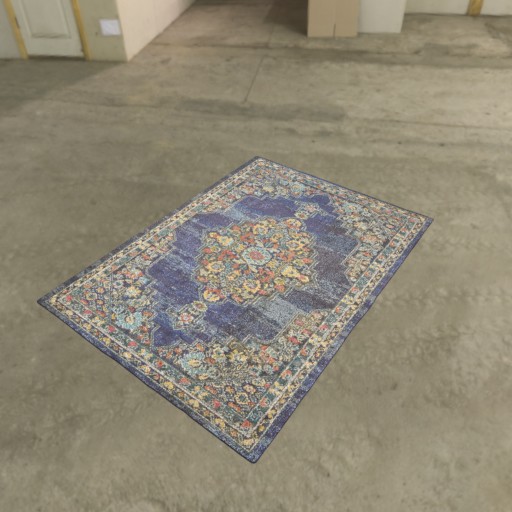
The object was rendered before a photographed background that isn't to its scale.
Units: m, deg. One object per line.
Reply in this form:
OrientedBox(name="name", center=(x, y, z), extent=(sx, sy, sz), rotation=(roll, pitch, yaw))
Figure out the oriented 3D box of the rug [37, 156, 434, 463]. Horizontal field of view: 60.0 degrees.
OrientedBox(name="rug", center=(0.000, 0.000, 2.952), extent=(1.630, 0.009, 2.232), rotation=(26, 47, 27))
